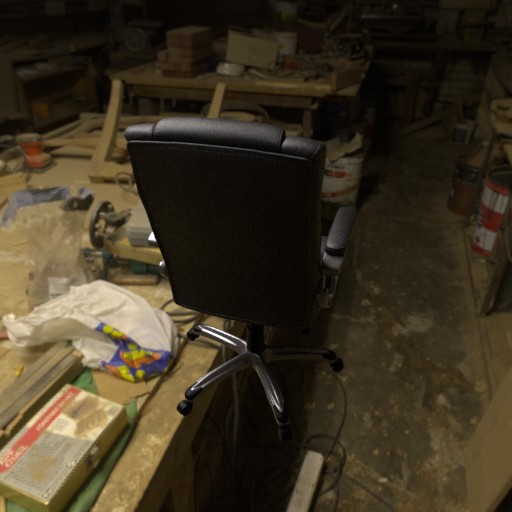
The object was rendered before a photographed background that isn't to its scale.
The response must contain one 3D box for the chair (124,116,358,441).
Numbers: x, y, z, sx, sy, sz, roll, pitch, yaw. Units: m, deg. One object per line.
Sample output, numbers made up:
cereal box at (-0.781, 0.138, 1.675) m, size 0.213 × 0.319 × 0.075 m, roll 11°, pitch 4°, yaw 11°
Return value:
chair at (0.000, 0.000, 1.596) m, size 0.721 × 1.130 × 0.719 m, roll 10°, pitch 34°, yaw 15°
